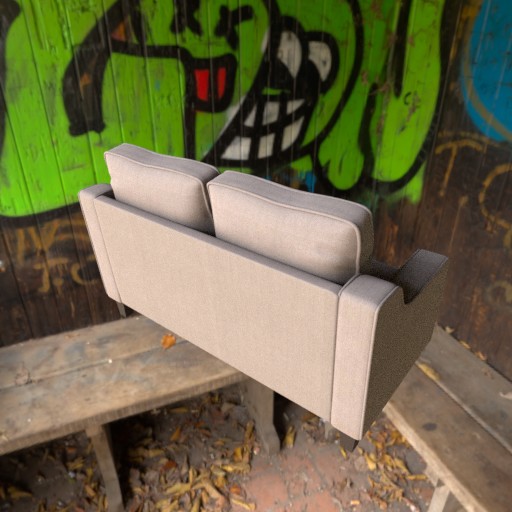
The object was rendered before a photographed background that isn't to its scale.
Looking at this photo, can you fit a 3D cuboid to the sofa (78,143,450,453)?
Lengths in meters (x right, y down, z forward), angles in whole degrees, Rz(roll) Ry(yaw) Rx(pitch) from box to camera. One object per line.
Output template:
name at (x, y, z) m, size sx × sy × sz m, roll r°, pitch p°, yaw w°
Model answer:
sofa at (0.000, 0.000, 2.042) m, size 1.500 × 0.948 × 0.791 m, roll 21°, pitch 35°, yaw 33°
